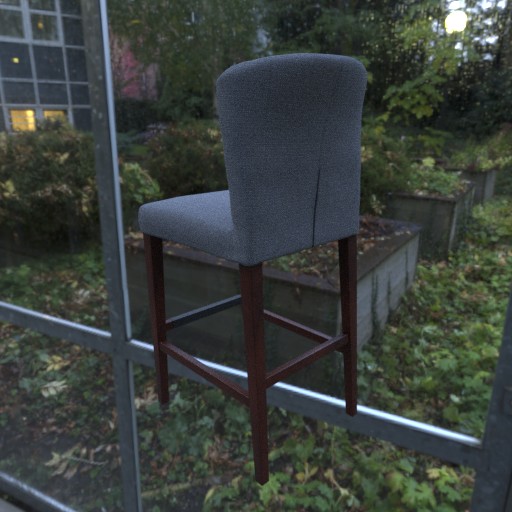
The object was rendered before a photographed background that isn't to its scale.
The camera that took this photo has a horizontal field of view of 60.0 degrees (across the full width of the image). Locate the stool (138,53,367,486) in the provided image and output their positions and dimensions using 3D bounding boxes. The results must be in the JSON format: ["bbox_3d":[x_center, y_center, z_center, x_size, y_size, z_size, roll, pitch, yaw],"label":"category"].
[{"bbox_3d":[0.000,0.000,1.342,0.486,1.069,0.568,-16,23,-42],"label":"stool"}]
